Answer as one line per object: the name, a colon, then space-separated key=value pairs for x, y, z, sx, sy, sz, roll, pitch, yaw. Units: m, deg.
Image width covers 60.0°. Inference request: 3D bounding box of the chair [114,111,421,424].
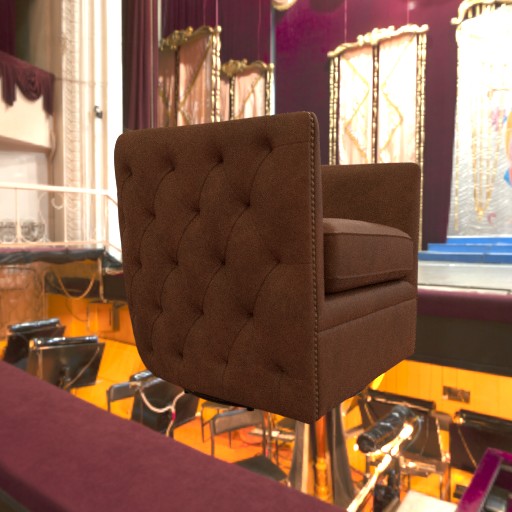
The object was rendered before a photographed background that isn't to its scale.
chair: x=0.000 y=0.000 z=1.488 sx=0.870 sy=0.790 sz=0.850 roll=1 pitch=2 yaw=36
